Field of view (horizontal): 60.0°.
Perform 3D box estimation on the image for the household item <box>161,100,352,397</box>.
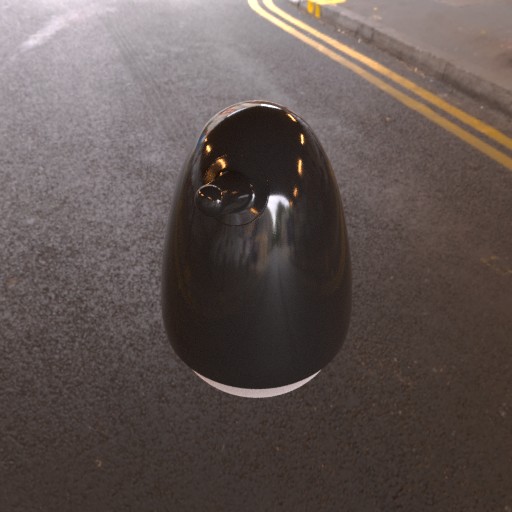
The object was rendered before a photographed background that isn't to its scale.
[{"bbox_3d":[0.000,0.000,0.220,0.102,0.152,0.104,12,42,14],"label":"household item"}]
